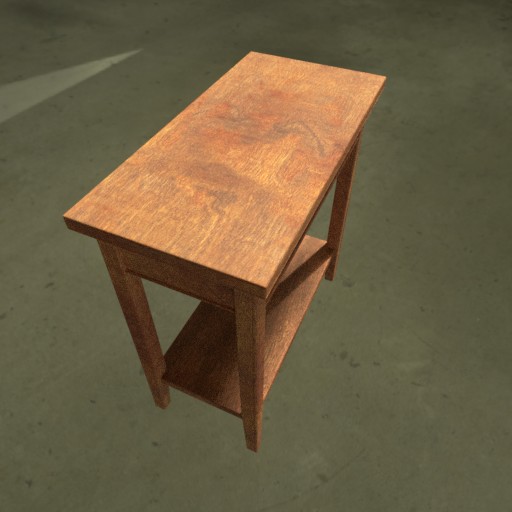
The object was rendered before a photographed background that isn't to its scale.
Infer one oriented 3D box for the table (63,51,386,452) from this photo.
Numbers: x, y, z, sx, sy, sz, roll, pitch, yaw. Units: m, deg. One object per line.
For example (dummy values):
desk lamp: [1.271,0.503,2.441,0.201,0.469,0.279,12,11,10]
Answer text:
table: [0.000,0.000,0.973,0.305,0.610,0.610,18,49,17]
